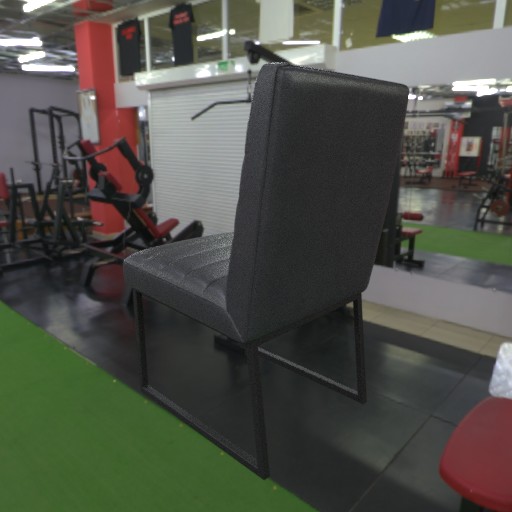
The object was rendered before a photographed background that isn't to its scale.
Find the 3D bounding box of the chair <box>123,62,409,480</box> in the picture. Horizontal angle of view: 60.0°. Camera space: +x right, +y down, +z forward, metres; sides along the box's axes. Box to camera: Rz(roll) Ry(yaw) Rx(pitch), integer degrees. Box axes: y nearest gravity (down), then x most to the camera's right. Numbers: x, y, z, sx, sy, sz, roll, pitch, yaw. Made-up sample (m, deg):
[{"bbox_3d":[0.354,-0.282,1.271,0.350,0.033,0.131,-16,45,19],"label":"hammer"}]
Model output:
[{"bbox_3d":[0.000,0.000,1.274,0.634,0.930,0.520,14,20,43],"label":"chair"}]
